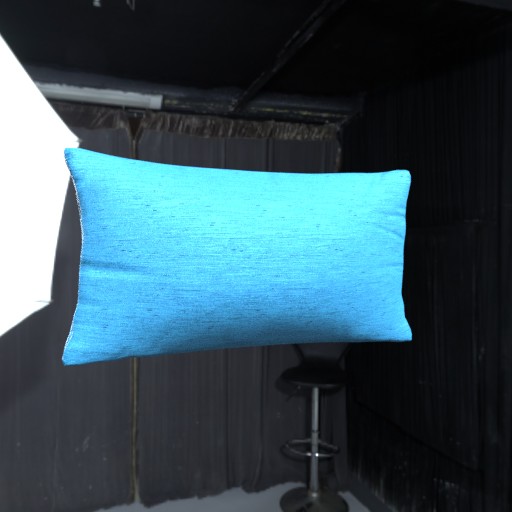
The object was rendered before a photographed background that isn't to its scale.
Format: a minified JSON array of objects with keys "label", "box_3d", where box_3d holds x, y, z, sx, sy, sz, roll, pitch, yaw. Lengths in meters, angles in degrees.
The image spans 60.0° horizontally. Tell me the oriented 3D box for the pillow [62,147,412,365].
[{"label":"pillow","box_3d":[0.000,0.000,0.786,0.633,0.338,0.210,0,1,-18]}]
